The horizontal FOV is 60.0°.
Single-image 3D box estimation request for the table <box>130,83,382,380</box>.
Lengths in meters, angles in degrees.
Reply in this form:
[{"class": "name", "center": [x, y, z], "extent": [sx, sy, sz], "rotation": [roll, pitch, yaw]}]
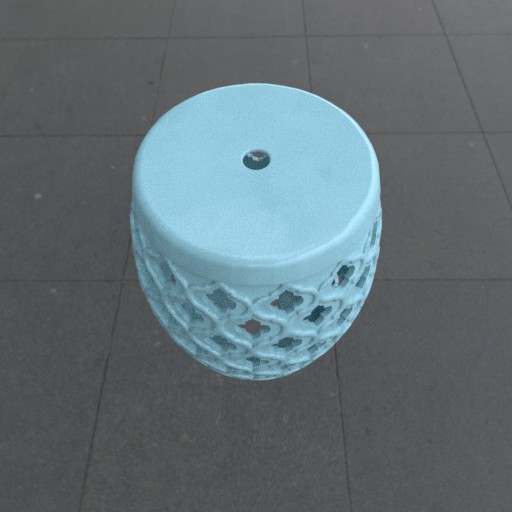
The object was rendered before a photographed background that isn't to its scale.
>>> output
[{"class": "table", "center": [0.000, 0.000, 0.632], "extent": [0.325, 0.388, 0.325], "rotation": [0, 58, 0]}]
